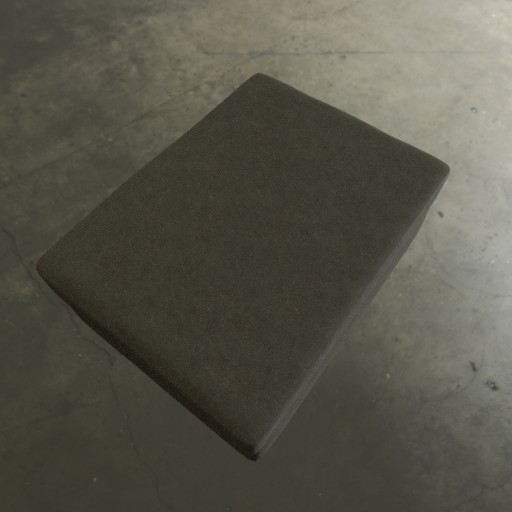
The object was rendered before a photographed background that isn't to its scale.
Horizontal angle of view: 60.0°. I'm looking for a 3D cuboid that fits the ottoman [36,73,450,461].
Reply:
[{"bbox_3d":[0.000,0.000,1.217,0.639,0.464,0.839,33,65,18],"label":"ottoman"}]
